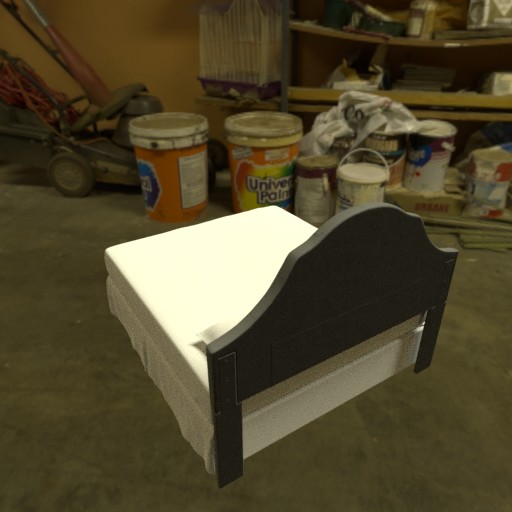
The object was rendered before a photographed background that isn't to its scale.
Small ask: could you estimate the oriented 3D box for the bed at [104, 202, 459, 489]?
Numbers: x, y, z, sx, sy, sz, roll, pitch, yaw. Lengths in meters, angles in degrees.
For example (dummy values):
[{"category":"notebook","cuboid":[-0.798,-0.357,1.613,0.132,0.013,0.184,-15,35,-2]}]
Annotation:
[{"category":"bed","cuboid":[0.000,0.000,3.566,2.008,1.615,2.214,-17,33,-28]}]
